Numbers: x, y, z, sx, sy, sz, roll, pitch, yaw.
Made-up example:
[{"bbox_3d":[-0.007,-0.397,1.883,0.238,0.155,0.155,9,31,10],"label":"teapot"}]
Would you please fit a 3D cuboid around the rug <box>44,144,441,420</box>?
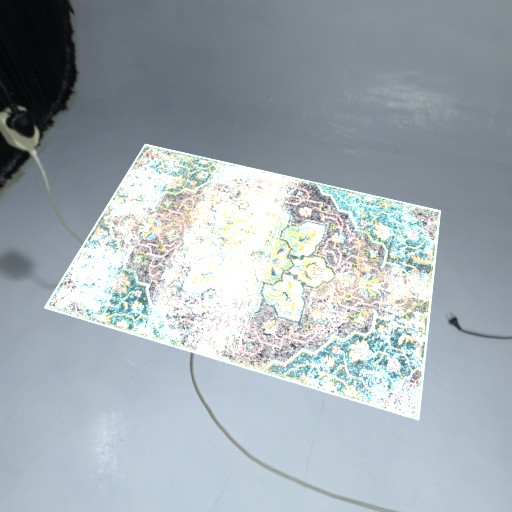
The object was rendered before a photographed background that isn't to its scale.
[{"bbox_3d":[0.000,0.000,3.007,2.363,0.004,1.566,15,59,9],"label":"rug"}]
